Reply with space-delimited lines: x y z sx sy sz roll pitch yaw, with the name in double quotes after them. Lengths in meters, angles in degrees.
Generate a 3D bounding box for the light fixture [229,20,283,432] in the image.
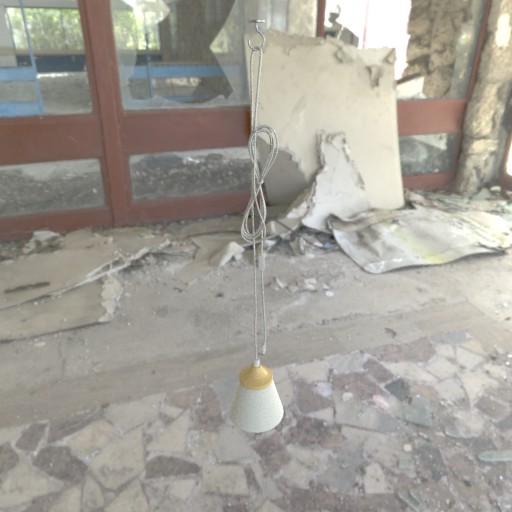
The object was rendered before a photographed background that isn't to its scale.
0.000 0.000 1.028 0.153 0.966 0.153 8 27 15 "light fixture"
